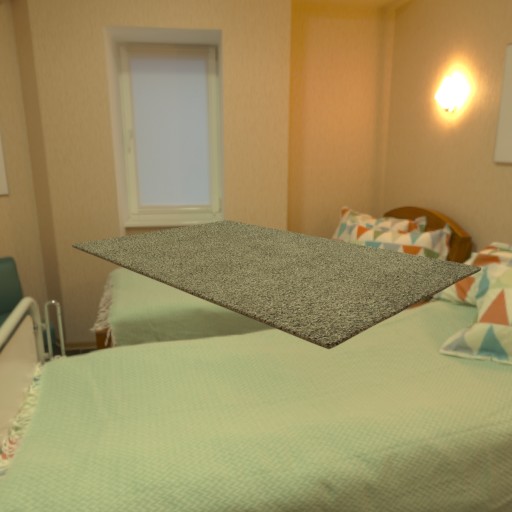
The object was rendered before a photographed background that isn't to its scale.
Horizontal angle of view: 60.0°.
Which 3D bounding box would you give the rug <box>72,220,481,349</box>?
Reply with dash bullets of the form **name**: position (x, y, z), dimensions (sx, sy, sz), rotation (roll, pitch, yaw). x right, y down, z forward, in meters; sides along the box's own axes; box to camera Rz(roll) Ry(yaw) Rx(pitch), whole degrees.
- **rug**: position (0.000, 0.000, 3.471), dimensions (1.778, 0.030, 2.743), rotation (-14, 20, -43)
